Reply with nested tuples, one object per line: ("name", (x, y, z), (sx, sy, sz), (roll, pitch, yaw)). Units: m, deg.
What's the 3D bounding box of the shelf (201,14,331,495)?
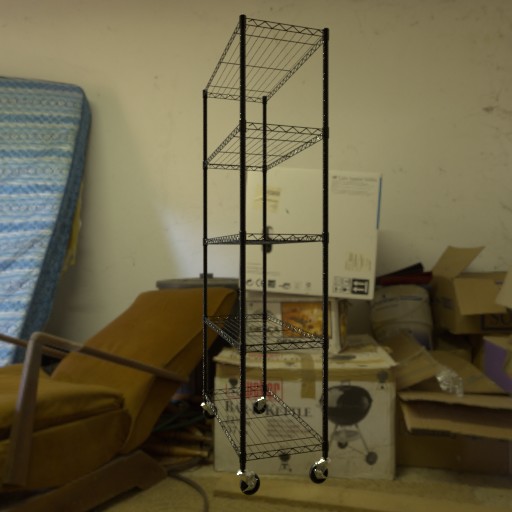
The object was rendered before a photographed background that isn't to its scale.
("shelf", (0.000, 0.000, 1.910), (0.356, 1.645, 0.762), (0, 0, -17))
